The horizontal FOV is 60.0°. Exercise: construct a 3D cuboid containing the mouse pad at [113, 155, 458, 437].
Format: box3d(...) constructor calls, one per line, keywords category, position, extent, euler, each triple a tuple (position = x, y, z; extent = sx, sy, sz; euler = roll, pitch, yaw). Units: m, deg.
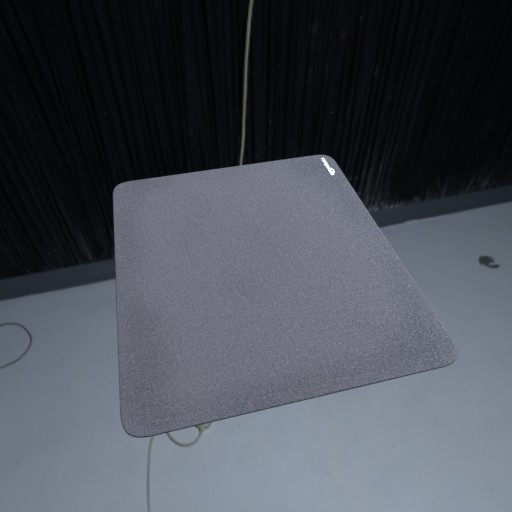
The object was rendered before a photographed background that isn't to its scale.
box3d(category="mouse pad", position=(0.000, 0.000, 0.636), extent=(0.393, 0.002, 0.451), euler=(-10, 46, -10))
